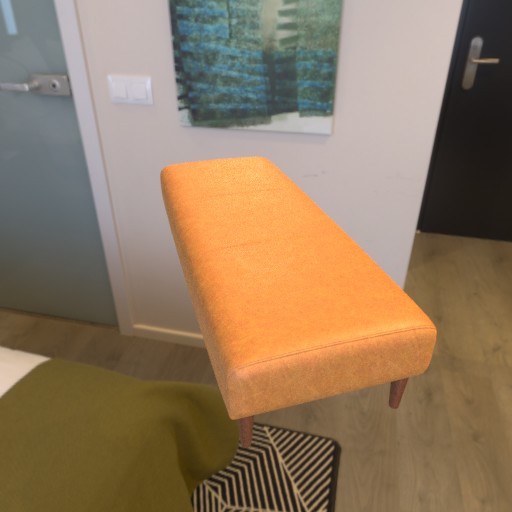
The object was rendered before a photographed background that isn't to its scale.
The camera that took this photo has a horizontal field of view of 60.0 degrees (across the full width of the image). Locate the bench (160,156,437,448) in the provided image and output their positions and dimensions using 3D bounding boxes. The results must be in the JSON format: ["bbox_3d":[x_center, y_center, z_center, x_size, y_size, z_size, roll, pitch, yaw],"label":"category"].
[{"bbox_3d":[0.000,0.000,1.918,0.653,0.399,1.610,-9,32,-14],"label":"bench"}]
